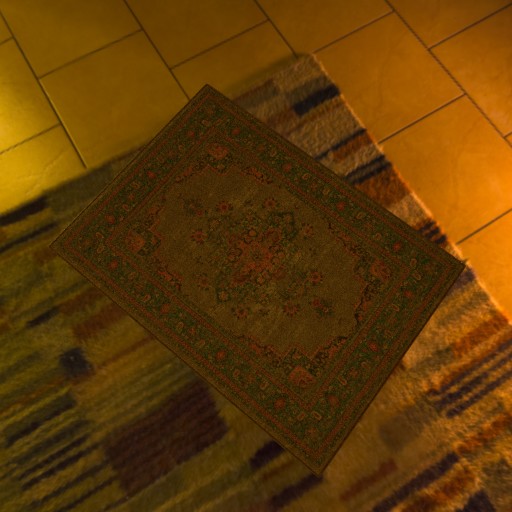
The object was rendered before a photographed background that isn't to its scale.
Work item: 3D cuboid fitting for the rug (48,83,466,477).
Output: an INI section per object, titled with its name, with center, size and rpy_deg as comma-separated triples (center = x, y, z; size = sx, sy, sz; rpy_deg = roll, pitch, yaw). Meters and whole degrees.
[rug]
center = 0.000, 0.000, 2.888
size = 2.214, 0.013, 1.609
rpy_deg = 38, 78, 10
